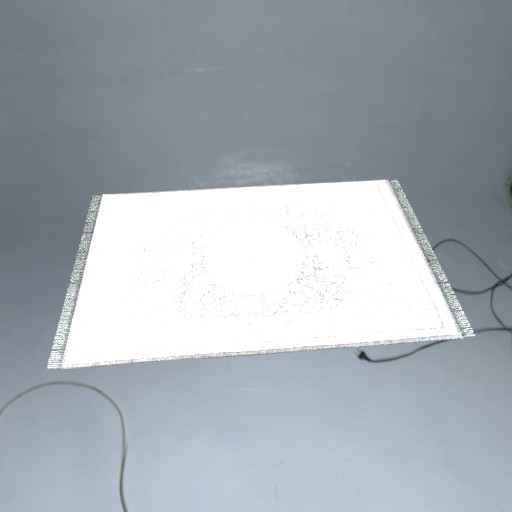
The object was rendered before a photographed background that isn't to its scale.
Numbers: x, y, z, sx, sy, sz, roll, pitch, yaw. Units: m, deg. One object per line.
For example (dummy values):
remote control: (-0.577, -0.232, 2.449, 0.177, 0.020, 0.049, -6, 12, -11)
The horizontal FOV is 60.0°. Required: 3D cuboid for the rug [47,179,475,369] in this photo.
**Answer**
rug: (0.000, 0.000, 3.024, 2.440, 0.010, 1.528, -4, 47, -3)
